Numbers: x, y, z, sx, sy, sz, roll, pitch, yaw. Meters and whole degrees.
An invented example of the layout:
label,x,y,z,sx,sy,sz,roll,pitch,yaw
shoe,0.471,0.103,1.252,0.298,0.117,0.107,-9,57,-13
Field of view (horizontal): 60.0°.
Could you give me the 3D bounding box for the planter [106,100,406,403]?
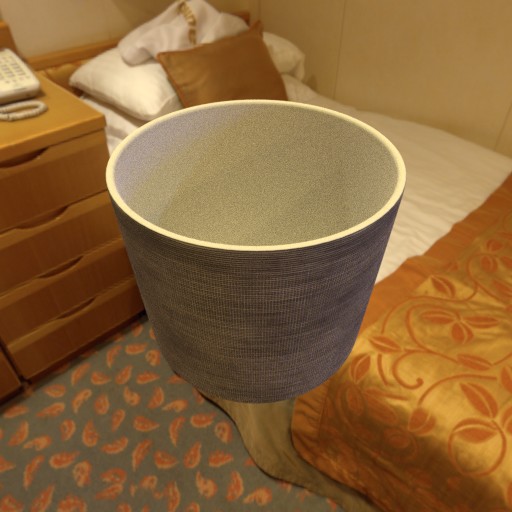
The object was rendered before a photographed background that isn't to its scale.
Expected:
label,x,y,z,sx,sy,sz,roll,pitch,yaw
planter,0.000,0.000,0.798,0.440,0.398,0.440,0,41,0
